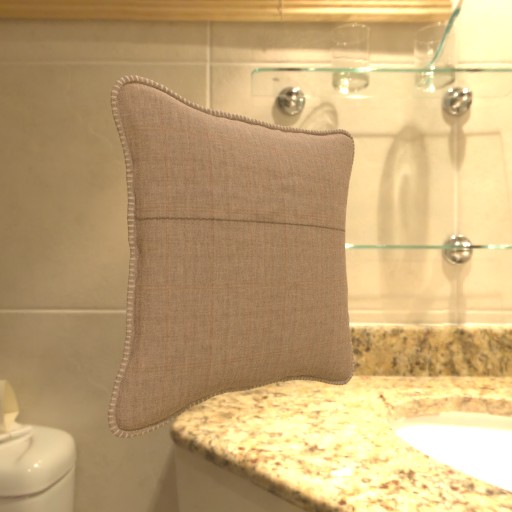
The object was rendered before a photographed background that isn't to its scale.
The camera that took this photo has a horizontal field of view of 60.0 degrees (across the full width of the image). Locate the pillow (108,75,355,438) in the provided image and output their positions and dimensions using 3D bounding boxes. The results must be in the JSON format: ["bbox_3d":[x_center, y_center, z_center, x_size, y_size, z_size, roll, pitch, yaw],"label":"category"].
[{"bbox_3d":[0.000,0.000,0.730,0.485,0.494,0.124,1,-1,-37],"label":"pillow"}]
